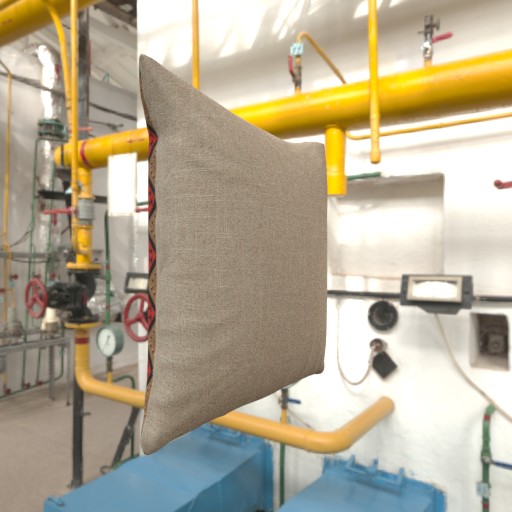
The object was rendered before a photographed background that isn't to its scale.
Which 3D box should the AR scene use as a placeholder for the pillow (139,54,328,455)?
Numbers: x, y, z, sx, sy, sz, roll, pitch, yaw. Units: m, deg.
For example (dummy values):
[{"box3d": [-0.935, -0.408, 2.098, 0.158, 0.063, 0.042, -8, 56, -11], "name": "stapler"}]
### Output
[{"box3d": [0.000, 0.000, 0.771, 0.158, 0.511, 0.513, 0, 0, 34], "name": "pillow"}]
